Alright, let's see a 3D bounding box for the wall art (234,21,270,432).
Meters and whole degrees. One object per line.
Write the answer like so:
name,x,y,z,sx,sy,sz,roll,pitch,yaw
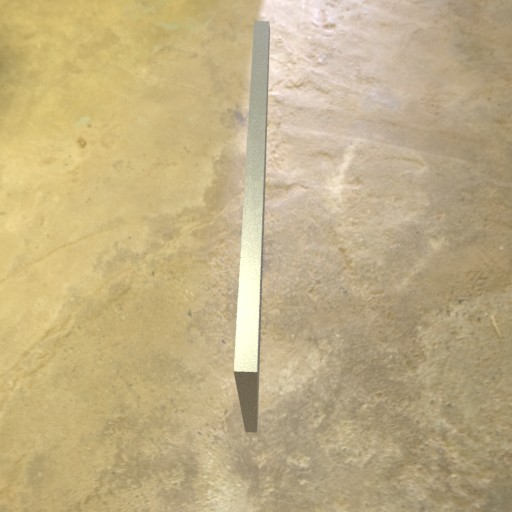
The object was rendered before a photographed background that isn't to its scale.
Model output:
wall art,0.000,0.000,1.199,0.038,0.807,0.809,2,62,1
